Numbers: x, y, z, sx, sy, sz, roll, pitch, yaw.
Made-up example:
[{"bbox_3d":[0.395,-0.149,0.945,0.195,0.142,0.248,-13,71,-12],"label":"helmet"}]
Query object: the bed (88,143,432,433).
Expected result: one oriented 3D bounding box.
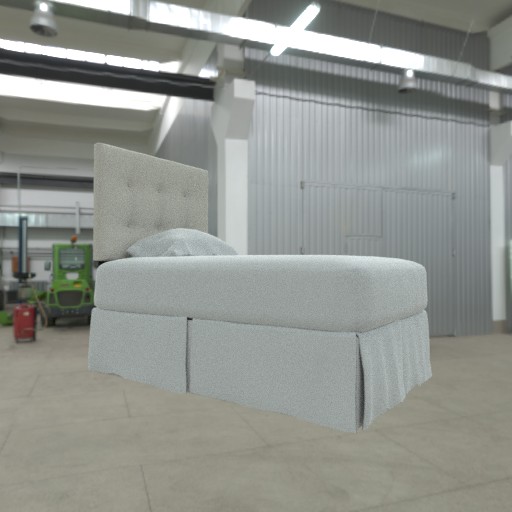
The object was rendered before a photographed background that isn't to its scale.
[{"bbox_3d":[0.000,0.000,2.961,1.997,1.571,1.261,-1,-1,35],"label":"bed"}]
